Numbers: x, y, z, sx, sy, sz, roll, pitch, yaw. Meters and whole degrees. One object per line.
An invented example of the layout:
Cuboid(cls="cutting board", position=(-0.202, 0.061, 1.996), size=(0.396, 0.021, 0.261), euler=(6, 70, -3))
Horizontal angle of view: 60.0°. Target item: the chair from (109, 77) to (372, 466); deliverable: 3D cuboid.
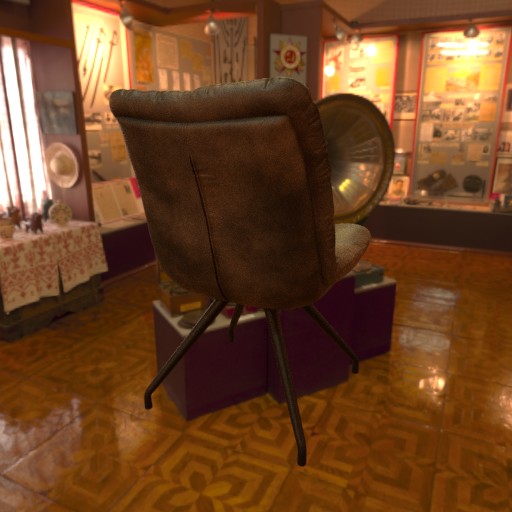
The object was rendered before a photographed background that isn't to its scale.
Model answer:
Cuboid(cls="chair", position=(0.000, 0.000, 1.241), size=(0.549, 0.870, 0.622), euler=(8, 18, 27))
